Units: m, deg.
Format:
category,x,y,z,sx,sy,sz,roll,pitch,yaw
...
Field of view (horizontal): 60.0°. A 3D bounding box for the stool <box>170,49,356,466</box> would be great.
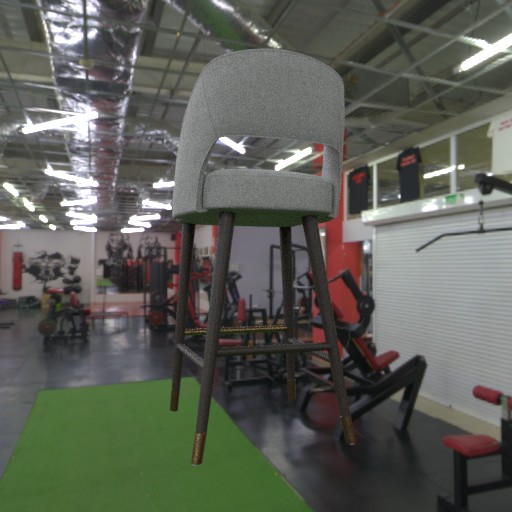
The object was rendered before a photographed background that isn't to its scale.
category,x,y,z,sx,sy,sz,roll,pitch,yaw
stool,0.000,0.000,1.348,0.494,1.037,0.509,1,-2,-18
